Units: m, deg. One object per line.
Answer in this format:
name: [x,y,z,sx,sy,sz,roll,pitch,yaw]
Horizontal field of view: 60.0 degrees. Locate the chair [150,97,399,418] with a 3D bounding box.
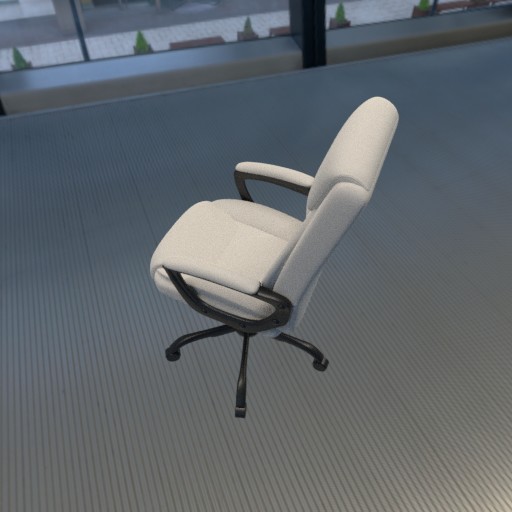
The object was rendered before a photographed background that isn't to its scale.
chair: [0.000,0.000,1.480,0.669,1.065,0.663,16,48,15]
